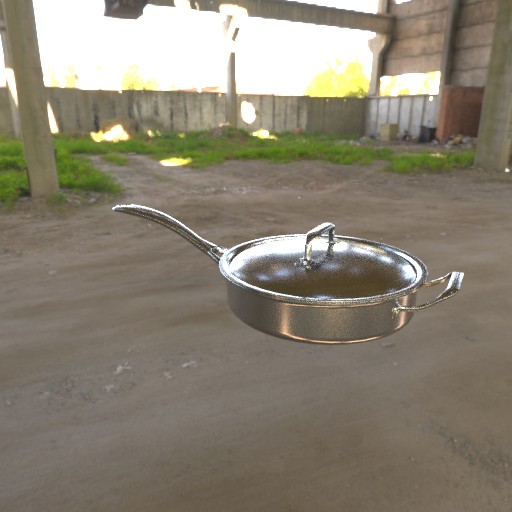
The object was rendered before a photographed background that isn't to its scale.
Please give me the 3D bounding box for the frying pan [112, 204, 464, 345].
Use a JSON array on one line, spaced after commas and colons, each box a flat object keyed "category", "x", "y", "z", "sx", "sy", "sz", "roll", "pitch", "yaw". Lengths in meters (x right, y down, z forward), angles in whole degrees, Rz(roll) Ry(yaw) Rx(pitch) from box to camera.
[{"category": "frying pan", "x": 0.000, "y": 0.000, "z": 0.662, "sx": 0.561, "sy": 0.114, "sz": 0.280, "roll": 9, "pitch": 20, "yaw": 27}]
